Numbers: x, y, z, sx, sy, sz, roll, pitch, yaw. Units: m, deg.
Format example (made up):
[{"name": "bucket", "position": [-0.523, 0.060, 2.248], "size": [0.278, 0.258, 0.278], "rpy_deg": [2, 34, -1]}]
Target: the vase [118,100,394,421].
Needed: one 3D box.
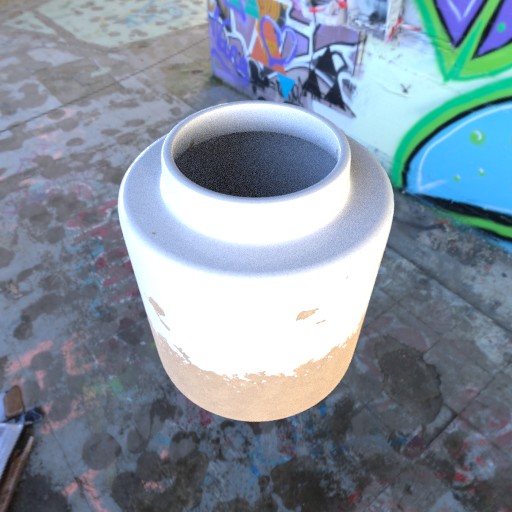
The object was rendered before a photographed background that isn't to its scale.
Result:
[{"name": "vase", "position": [0.000, 0.000, 0.289], "size": [0.153, 0.167, 0.153], "rpy_deg": [0, 46, 0]}]
